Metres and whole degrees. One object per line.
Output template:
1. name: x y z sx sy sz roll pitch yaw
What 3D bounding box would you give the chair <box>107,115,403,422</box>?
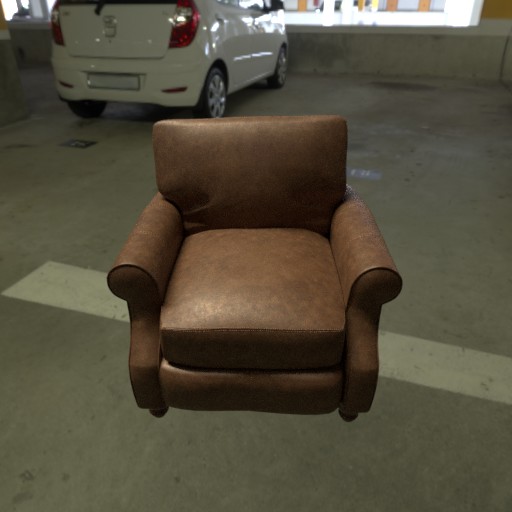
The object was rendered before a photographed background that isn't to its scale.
1. chair: 0.000 0.000 1.797 0.996 0.976 1.002 1 29 1
